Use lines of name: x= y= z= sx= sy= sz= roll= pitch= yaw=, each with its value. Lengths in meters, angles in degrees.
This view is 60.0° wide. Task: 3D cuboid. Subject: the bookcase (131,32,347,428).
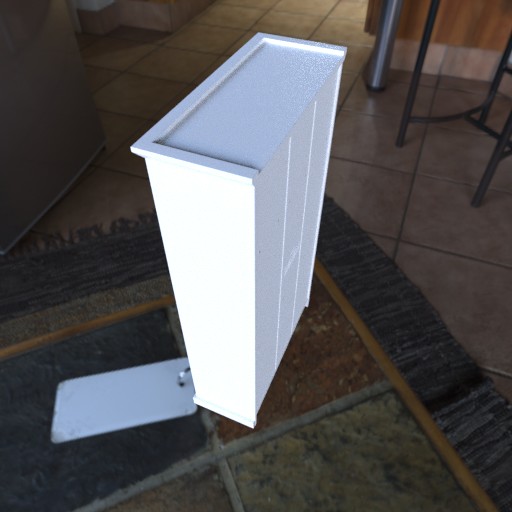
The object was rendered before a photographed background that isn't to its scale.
bookcase: x=0.000 y=0.000 z=2.392 sx=0.432 sy=1.880 sz=1.050 roll=18 pitch=49 yaw=16
